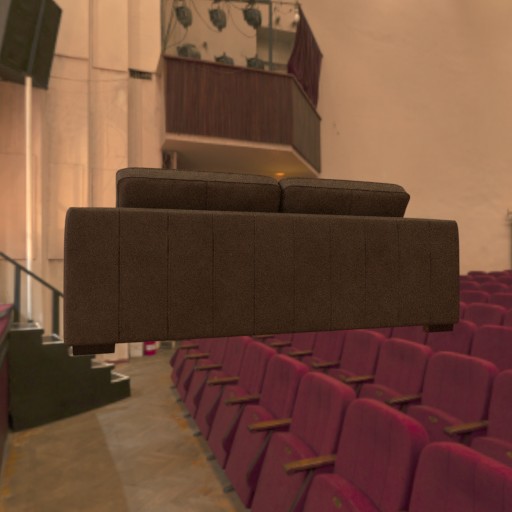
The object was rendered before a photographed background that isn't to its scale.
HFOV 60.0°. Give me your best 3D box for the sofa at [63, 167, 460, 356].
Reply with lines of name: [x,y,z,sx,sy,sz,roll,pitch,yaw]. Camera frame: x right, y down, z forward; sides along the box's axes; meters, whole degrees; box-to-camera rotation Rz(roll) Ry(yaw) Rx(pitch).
sofa: [0.000,0.000,2.503,1.920,0.800,1.070,0,0,-19]
